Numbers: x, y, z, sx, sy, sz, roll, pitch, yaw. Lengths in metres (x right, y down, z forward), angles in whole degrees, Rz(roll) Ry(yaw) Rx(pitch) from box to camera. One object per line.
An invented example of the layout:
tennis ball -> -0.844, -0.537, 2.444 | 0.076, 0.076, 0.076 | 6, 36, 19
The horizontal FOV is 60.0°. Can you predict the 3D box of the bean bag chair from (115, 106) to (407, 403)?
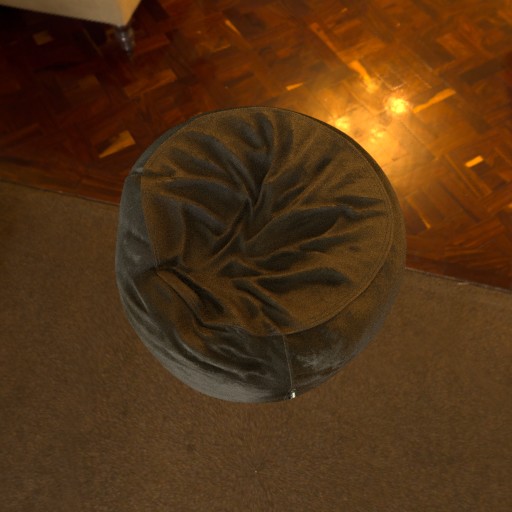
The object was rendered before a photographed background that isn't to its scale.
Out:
bean bag chair -> 0.000, 0.000, 1.490 | 0.918, 0.605, 0.918 | 0, 64, 0
